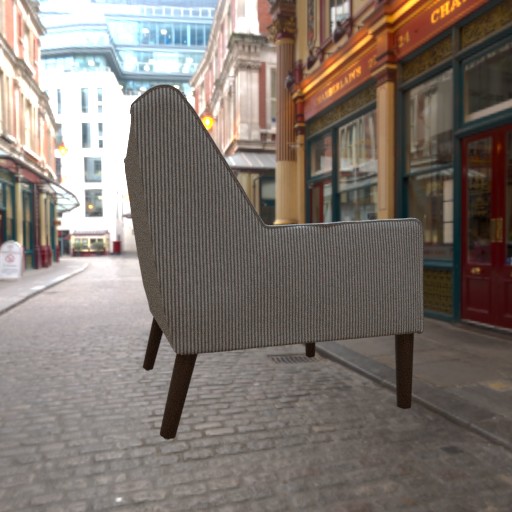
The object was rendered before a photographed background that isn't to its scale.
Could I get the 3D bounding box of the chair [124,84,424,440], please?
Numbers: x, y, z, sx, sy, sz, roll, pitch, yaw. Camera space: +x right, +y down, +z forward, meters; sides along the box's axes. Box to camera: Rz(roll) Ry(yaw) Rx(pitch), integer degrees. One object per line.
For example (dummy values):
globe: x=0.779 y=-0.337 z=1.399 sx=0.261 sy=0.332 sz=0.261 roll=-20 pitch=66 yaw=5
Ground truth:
chair: x=0.000 y=0.000 z=1.327 sx=0.743 sy=0.792 sz=0.663 roll=0 pitch=1 yaw=-18
